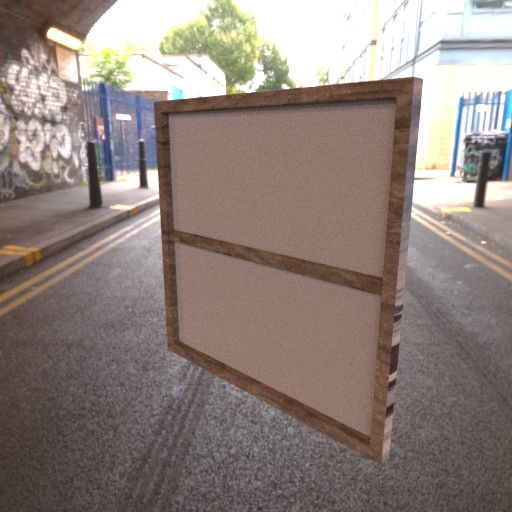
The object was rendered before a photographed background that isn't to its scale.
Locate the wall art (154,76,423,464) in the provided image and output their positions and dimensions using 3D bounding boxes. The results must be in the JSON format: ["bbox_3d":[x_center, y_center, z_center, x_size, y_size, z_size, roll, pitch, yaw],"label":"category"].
[{"bbox_3d":[0.000,0.000,1.074,0.747,0.747,0.035,14,20,42],"label":"wall art"}]
